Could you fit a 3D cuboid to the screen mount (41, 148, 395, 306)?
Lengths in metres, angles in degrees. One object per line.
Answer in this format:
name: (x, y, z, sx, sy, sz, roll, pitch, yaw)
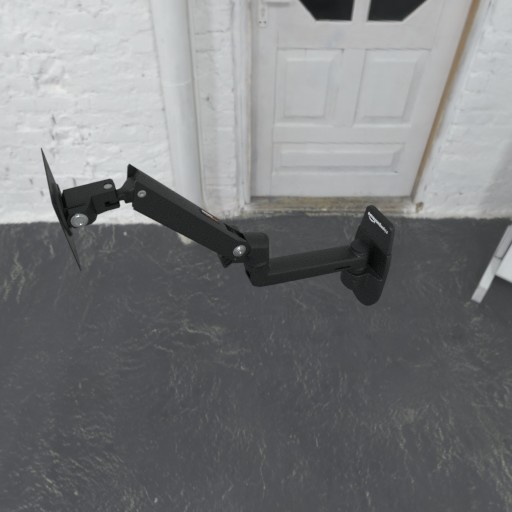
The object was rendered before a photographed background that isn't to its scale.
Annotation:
screen mount: (0.000, 0.000, 0.713, 0.495, 0.466, 0.115, -18, 49, -16)
